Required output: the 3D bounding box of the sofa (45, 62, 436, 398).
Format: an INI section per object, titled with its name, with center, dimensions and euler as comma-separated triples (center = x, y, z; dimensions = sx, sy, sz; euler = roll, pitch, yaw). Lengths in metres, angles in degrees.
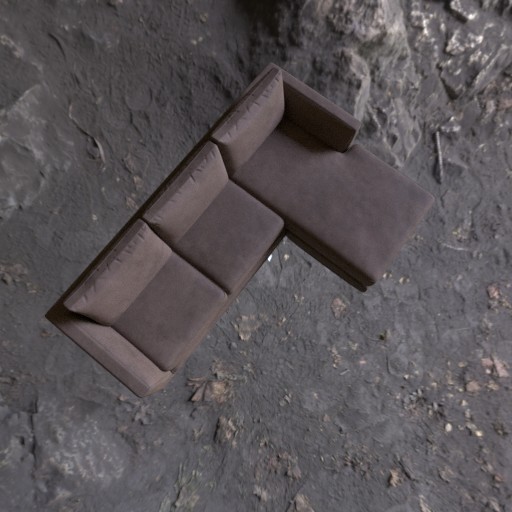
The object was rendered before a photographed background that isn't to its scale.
[sofa]
center = 0.000, 0.000, 3.236
dimensions = 1.622, 0.987, 2.438
euler = 37, 79, 9
